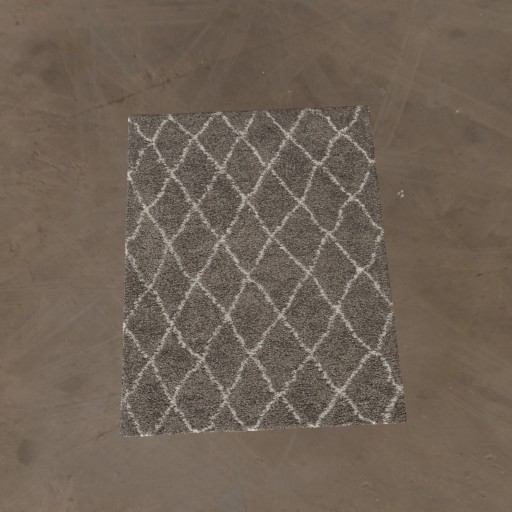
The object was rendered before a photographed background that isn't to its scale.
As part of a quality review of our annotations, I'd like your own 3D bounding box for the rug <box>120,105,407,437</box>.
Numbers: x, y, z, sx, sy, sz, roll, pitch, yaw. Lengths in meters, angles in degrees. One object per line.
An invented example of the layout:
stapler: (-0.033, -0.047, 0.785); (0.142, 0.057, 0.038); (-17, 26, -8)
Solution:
rug: (0.000, 0.000, 4.127); (2.438, 0.029, 3.047); (-3, 76, -1)
